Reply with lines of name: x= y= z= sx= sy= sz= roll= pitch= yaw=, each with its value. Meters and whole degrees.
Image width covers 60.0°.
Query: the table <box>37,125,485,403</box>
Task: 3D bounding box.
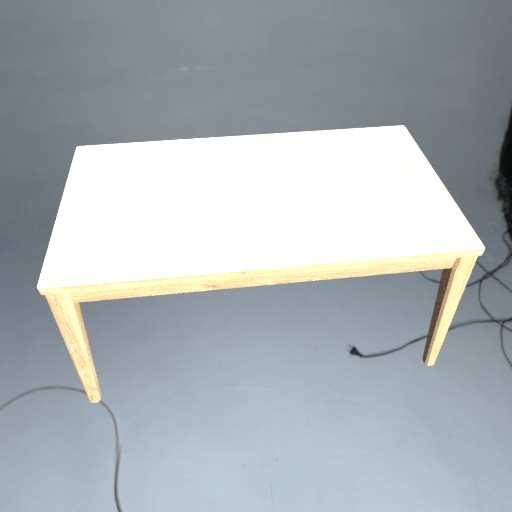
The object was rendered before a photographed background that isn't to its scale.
table: x=0.000 y=0.000 z=2.065 sx=1.600 sy=0.760 sz=0.900 roll=-5 pitch=47 yaw=-5
